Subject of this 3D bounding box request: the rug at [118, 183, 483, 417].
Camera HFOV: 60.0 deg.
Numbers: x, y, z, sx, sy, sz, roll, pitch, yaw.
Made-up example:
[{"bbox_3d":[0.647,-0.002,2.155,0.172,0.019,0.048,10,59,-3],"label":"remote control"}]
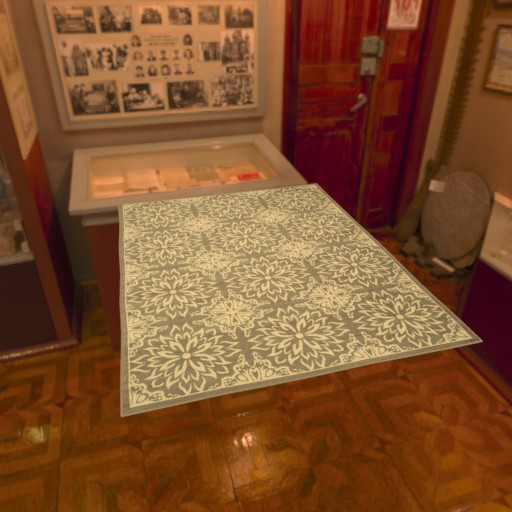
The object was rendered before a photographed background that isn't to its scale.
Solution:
[{"bbox_3d":[0.000,0.000,3.956,2.363,0.012,2.980,-8,32,-13],"label":"rug"}]
